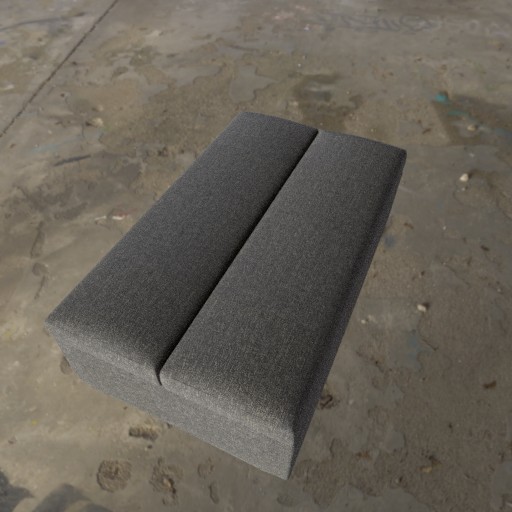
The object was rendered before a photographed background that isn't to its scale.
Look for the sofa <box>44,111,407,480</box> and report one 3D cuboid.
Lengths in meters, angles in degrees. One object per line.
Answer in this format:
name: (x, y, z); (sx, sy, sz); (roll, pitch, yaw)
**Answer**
sofa: (0.000, 0.000, 1.583); (0.782, 0.417, 1.198); (19, 50, 16)
